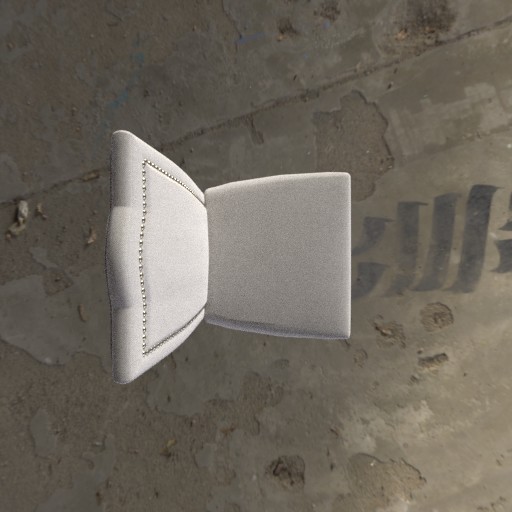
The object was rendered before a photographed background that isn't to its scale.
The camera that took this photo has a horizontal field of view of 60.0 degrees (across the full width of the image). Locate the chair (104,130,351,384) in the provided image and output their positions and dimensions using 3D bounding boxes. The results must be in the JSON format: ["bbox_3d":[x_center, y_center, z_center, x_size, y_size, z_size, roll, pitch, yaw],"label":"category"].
[{"bbox_3d":[0.000,0.000,1.303,0.589,0.946,0.518,0,90,1],"label":"chair"}]
